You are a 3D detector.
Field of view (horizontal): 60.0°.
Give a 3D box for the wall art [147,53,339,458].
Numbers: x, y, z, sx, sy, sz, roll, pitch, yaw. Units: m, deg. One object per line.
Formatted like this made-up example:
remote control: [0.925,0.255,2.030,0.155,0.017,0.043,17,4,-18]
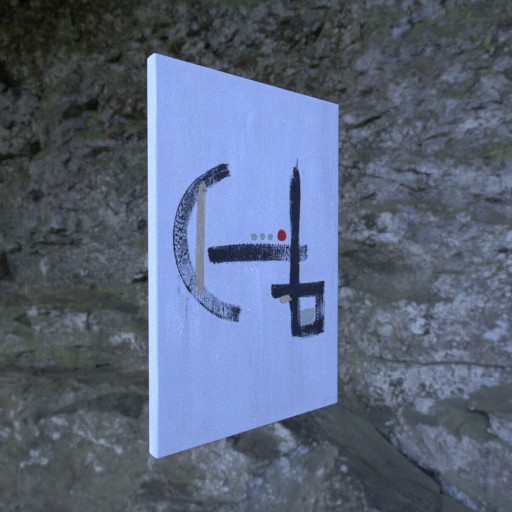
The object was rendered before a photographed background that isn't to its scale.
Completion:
wall art: [0.000,0.000,1.195,0.602,0.916,0.048,-1,2,-37]
